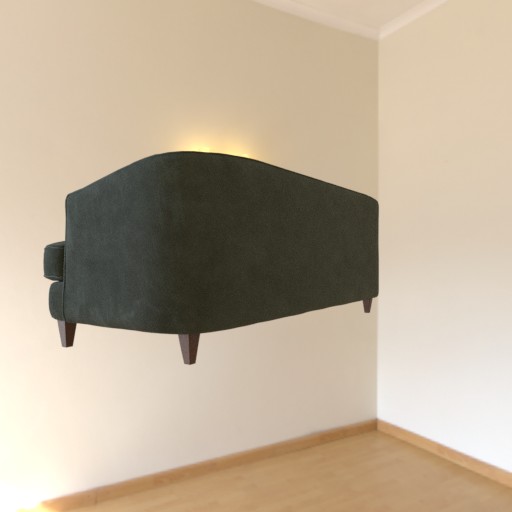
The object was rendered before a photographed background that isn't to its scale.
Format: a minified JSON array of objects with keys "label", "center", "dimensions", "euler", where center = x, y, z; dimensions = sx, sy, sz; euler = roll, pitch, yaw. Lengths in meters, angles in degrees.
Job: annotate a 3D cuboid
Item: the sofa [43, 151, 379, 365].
[{"label":"sofa","center":[0.000,0.000,2.753],"dimensions":[0.941,0.855,2.278],"euler":[0,0,35]}]
